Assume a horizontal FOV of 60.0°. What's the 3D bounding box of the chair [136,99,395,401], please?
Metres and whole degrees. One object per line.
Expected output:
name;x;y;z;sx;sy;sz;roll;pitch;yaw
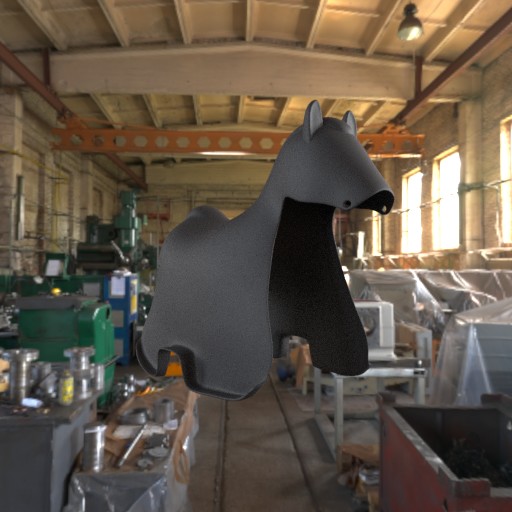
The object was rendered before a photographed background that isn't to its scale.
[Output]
chair;0.000;0.000;1.125;0.429;0.612;0.800;1;-2;-36
